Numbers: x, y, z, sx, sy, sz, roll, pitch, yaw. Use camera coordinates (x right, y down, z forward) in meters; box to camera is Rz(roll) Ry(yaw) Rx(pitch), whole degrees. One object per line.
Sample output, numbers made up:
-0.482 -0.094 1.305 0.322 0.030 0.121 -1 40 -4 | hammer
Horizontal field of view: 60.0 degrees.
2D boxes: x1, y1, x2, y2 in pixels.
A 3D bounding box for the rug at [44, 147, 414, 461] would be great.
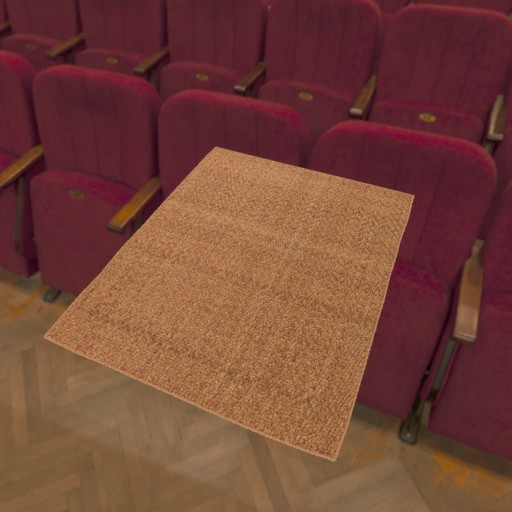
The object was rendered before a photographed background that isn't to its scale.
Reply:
0.000 0.000 4.142 2.439 0.013 3.048 17 48 16 | rug
